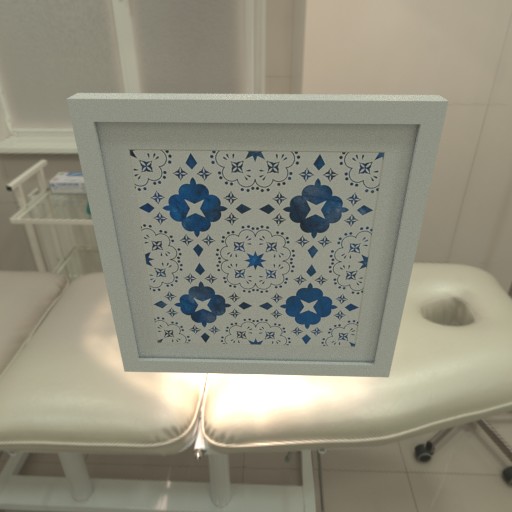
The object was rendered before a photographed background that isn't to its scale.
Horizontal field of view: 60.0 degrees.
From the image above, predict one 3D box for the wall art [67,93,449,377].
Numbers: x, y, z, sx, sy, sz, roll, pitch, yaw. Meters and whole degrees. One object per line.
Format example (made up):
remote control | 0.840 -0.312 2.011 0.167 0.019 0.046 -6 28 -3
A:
wall art | 0.000 0.000 0.515 0.355 0.355 0.027 1 31 1
